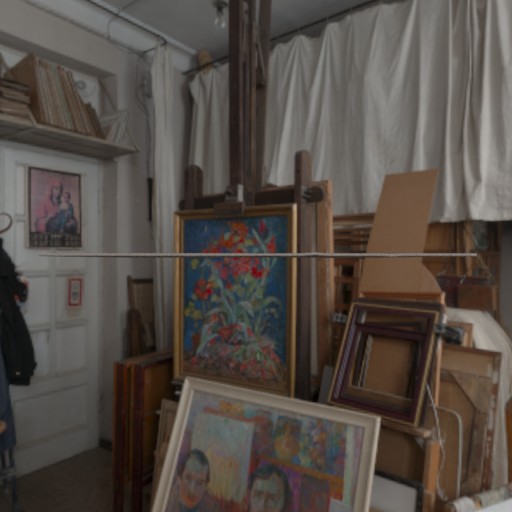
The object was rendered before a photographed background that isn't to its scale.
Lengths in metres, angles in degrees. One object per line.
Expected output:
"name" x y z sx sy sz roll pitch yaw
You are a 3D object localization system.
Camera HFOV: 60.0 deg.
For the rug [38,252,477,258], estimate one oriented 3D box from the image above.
"rug" 0.000 0.000 4.230 3.007 0.032 2.434 0 0 -1
